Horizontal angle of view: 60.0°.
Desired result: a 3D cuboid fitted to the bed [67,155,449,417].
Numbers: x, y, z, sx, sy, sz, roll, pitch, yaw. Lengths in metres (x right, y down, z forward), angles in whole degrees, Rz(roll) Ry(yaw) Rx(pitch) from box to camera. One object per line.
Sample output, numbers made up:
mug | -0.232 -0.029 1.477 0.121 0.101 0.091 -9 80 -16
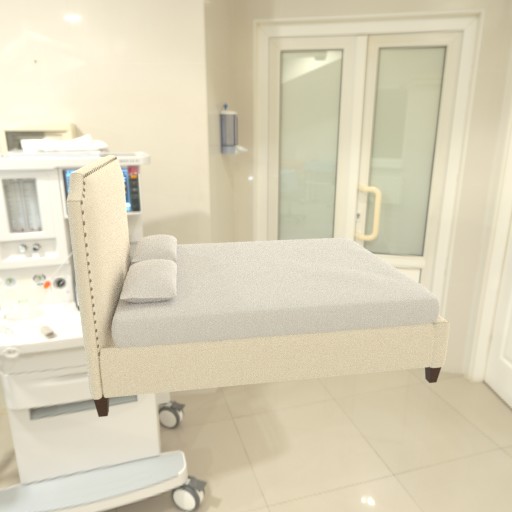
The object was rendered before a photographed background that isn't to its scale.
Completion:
bed | 0.000 0.000 3.488 2.372 1.497 1.712 -3 17 -9
